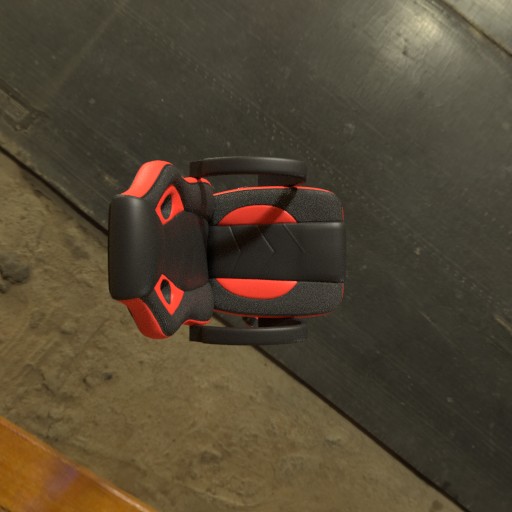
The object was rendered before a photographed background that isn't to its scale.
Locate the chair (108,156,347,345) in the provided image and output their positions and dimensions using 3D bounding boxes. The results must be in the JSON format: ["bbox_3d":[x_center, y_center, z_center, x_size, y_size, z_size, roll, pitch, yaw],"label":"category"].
[{"bbox_3d":[0.000,0.000,1.419,0.642,1.016,0.600,0,89,0],"label":"chair"}]
